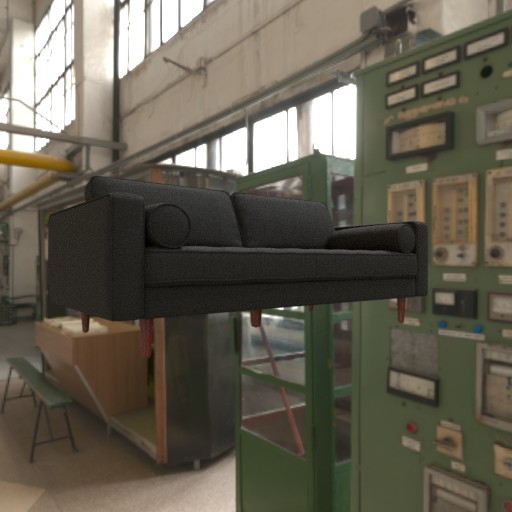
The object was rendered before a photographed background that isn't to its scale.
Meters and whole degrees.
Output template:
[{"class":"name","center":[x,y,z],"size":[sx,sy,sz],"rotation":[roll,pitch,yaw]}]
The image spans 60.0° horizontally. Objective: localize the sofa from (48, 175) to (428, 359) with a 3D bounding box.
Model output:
[{"class":"sofa","center":[0.000,0.000,2.364],"size":[1.875,0.759,0.914],"rotation":[1,-1,-37]}]
